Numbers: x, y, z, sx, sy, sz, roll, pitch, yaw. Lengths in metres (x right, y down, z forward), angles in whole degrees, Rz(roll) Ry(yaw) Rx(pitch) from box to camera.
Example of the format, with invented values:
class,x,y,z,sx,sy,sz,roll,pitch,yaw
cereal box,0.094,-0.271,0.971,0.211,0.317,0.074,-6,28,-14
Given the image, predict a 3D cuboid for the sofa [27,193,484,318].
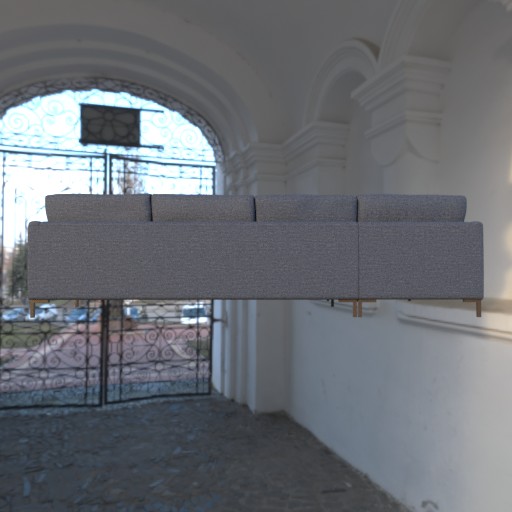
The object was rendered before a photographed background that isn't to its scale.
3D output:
class,x,y,z,sx,sy,sz,roll,pitch,yaw
sofa,0.000,0.000,2.880,2.445,0.673,1.125,0,-1,-1
